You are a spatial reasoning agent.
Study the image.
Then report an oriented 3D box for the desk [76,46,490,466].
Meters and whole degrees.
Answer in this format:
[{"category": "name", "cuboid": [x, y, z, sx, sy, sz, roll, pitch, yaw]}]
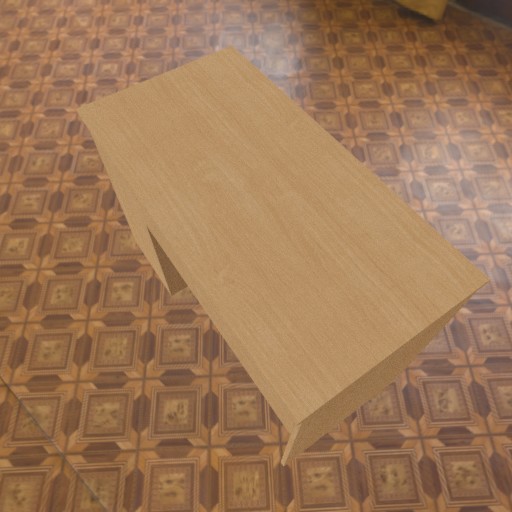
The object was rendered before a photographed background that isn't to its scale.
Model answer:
[{"category": "desk", "cuboid": [0.000, 0.000, 1.490, 0.560, 0.735, 1.097, -30, 63, -17]}]
